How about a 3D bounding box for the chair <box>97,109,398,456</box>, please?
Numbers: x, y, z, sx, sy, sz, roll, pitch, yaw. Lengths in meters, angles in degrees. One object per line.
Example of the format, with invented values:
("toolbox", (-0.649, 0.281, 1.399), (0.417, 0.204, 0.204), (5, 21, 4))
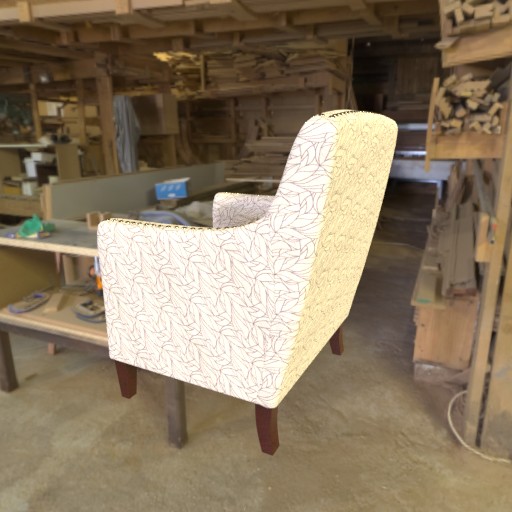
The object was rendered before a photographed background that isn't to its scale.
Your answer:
("chair", (0.000, 0.000, 1.322), (0.651, 0.816, 0.623), (8, 18, 26))
